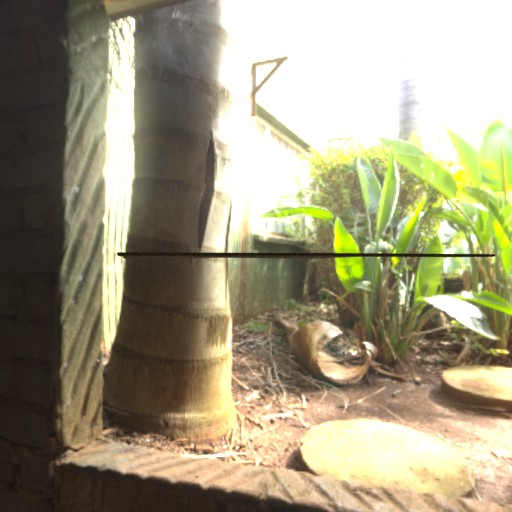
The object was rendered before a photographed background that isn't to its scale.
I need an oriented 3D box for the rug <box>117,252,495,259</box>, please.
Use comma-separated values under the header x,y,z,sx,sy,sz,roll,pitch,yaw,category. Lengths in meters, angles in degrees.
x,y,z,sx,sy,sz,roll,pitch,yaw,category
0.000,0.000,4.166,2.434,0.045,3.202,0,-1,-16,rug
